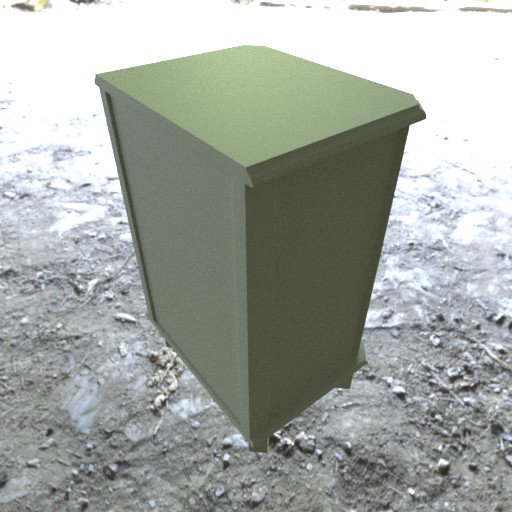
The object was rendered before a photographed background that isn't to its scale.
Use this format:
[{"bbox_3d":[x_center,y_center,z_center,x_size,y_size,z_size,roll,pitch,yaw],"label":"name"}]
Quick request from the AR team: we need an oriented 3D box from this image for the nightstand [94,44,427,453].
[{"bbox_3d":[0.000,0.000,0.900,0.351,0.681,0.435,-26,46,-29],"label":"nightstand"}]
